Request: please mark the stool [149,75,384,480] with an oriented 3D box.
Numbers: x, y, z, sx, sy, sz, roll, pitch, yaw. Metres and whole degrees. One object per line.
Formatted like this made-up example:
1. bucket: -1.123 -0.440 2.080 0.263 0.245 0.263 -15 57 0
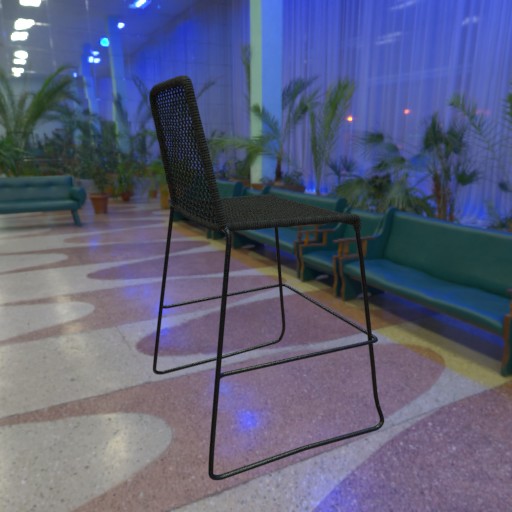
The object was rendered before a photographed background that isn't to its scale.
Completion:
1. stool: 0.000 0.000 1.249 0.509 0.905 0.590 -8 17 -26
